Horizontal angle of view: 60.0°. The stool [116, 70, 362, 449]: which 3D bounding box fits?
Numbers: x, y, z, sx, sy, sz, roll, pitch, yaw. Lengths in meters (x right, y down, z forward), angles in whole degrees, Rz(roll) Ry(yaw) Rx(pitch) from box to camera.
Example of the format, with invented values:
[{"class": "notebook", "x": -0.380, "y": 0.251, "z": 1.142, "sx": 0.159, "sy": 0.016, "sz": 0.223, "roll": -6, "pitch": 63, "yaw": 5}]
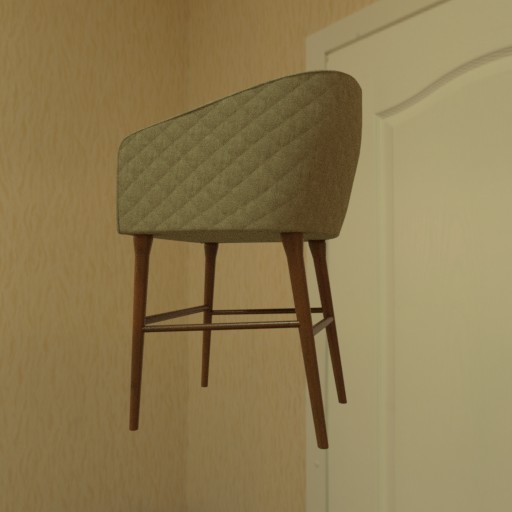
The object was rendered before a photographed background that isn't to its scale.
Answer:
[{"class": "stool", "x": 0.000, "y": 0.000, "z": 1.348, "sx": 0.635, "sy": 0.952, "sz": 0.559, "roll": 0, "pitch": -1, "yaw": 18}]
